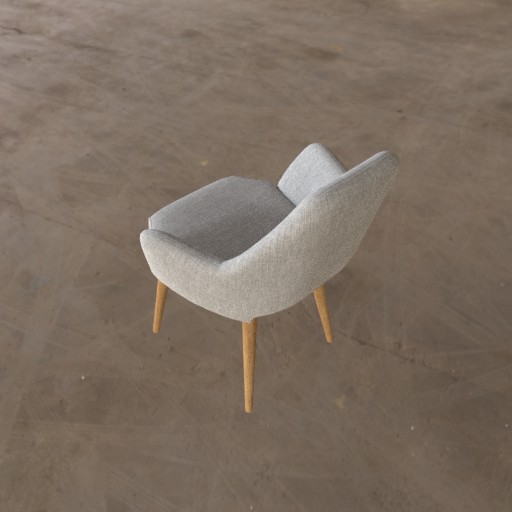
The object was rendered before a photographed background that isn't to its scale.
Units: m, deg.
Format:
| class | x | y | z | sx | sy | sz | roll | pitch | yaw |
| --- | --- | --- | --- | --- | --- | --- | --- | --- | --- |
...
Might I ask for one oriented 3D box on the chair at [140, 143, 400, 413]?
| class | x | y | z | sx | sy | sz | roll | pitch | yaw |
| --- | --- | --- | --- | --- | --- | --- | --- | --- | --- |
| chair | 0.000 | 0.000 | 1.243 | 0.590 | 0.840 | 0.610 | -33 | 53 | -29 |
